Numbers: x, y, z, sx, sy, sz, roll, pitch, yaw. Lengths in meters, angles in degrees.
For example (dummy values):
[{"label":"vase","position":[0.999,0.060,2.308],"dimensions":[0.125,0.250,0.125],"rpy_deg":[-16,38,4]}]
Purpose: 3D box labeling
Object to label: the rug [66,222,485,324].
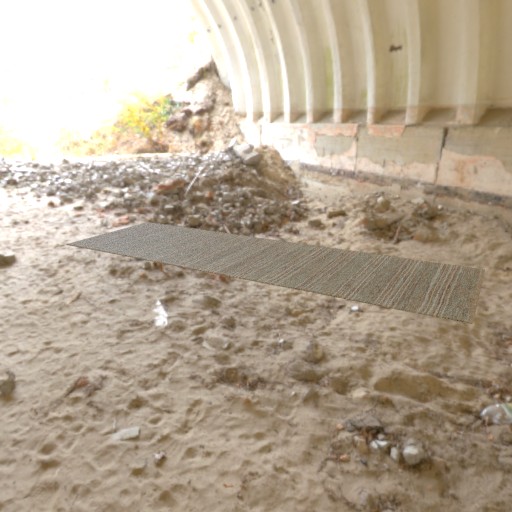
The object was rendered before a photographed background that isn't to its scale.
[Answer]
[{"label":"rug","position":[0.000,0.000,2.675],"dimensions":[2.438,0.006,0.783],"rpy_deg":[9,19,28]}]
